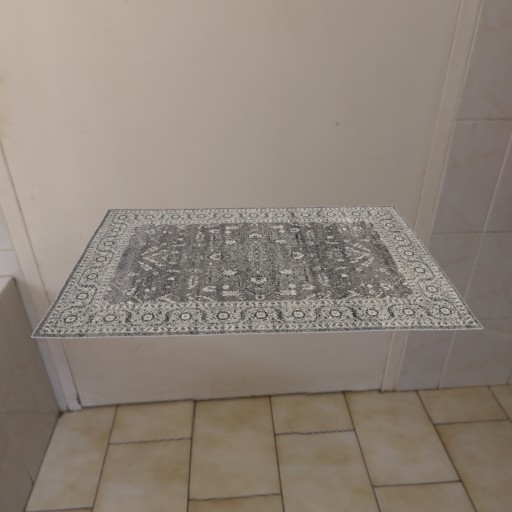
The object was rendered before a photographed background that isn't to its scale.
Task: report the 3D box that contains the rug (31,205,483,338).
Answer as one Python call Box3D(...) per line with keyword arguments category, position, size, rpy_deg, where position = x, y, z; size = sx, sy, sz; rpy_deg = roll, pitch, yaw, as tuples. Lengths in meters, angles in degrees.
Box3D(category="rug", position=(0.000, 0.000, 2.295), size=(1.828, 0.019, 1.209), rpy_deg=(-1, 31, -2))
